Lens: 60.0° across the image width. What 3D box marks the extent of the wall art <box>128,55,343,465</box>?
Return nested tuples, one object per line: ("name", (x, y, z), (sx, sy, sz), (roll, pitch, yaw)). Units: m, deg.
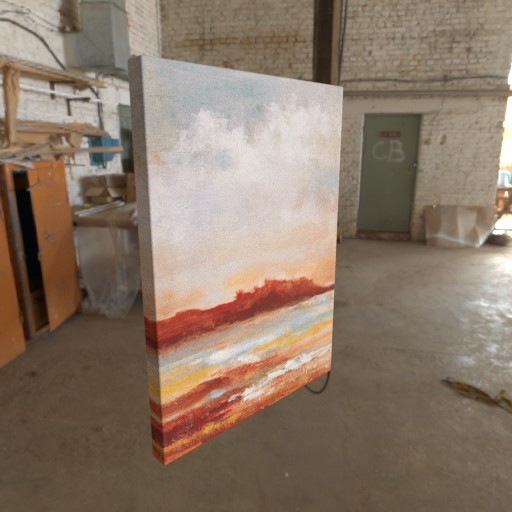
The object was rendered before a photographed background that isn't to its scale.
("wall art", (0.000, 0.000, 0.792), (0.443, 0.605, 0.035), (-13, 19, -43))
